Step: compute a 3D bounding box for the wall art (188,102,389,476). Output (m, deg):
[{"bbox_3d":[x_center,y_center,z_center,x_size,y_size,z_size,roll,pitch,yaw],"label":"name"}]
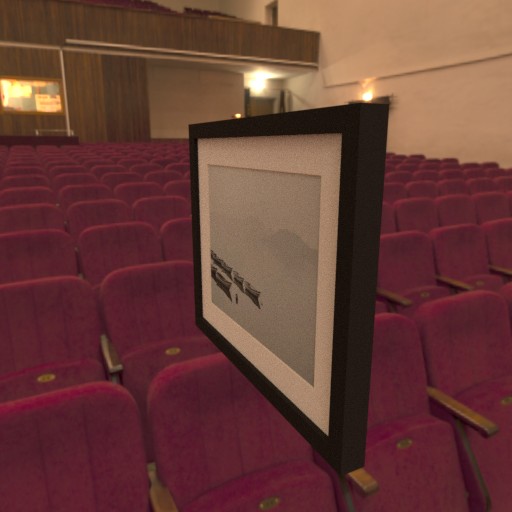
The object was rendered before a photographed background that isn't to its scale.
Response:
[{"bbox_3d":[0.000,0.000,0.544,0.028,0.325,0.397,-7,16,-26],"label":"wall art"}]
